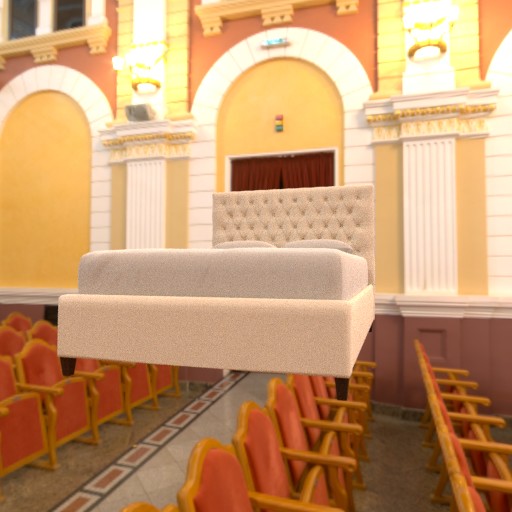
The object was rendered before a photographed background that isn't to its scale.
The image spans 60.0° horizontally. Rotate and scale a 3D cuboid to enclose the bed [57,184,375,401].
[{"bbox_3d":[0.000,0.000,3.451,1.698,1.427,2.387,0,-1,17],"label":"bed"}]
